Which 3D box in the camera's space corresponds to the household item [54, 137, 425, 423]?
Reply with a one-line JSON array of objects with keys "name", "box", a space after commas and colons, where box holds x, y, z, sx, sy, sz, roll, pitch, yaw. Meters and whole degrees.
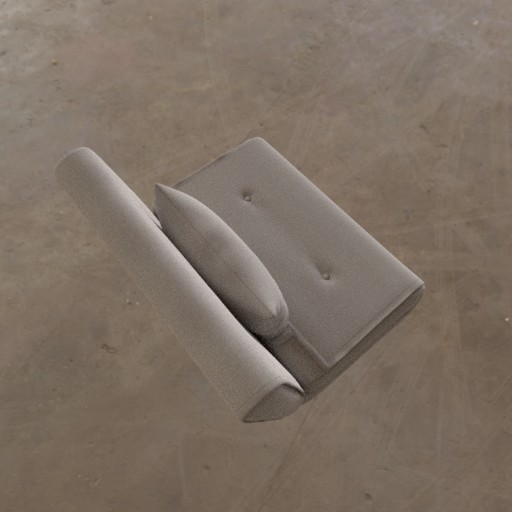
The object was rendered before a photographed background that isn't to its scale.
[{"name": "household item", "box": [0.000, 0.000, 1.656, 0.874, 0.800, 1.000, -35, 66, -18]}]
